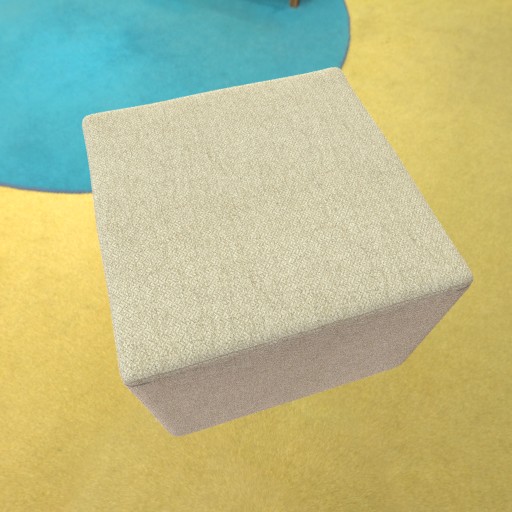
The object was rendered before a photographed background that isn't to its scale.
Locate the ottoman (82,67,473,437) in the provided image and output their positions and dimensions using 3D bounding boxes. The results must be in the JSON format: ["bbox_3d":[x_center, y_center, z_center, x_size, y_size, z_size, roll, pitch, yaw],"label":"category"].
[{"bbox_3d":[0.000,0.000,0.862,0.508,0.432,0.508,-15,59,-9],"label":"ottoman"}]
